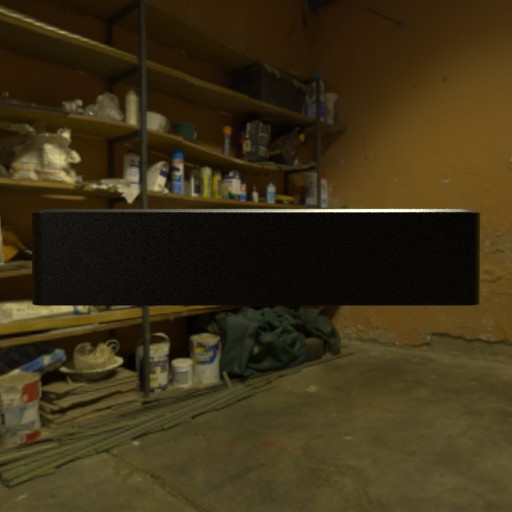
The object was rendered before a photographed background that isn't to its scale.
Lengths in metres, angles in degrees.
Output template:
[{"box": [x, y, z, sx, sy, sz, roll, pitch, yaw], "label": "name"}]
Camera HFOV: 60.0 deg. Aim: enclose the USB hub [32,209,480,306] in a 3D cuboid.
[{"box": [0.000, 0.000, 0.127, 0.110, 0.023, 0.044, 0, 1, 0], "label": "USB hub"}]
